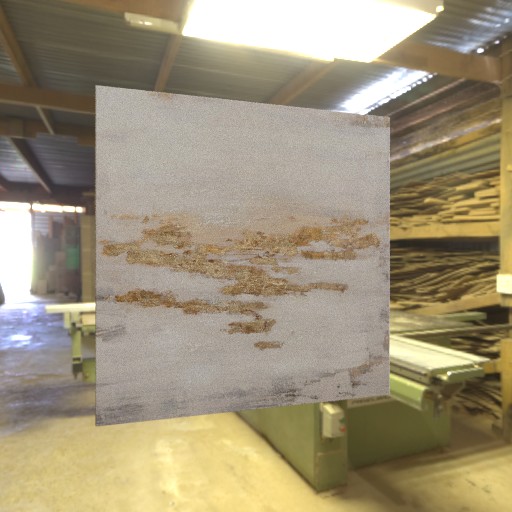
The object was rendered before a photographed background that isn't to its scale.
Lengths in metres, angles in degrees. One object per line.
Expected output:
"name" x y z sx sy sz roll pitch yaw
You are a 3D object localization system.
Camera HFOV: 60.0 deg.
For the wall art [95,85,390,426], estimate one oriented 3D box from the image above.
"wall art" 0.000 0.000 1.491 1.015 1.018 0.040 0 0 -17
